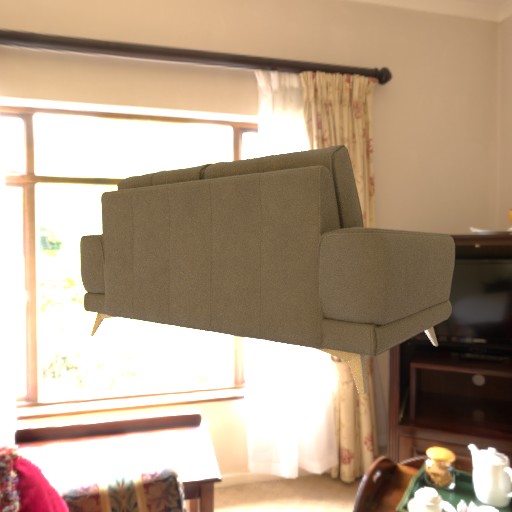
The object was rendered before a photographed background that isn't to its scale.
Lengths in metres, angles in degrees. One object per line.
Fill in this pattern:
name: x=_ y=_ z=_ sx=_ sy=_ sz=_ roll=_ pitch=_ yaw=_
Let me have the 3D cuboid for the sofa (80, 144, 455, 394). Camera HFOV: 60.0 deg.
sofa: x=0.000 y=0.000 z=2.371 sx=1.806 sy=0.907 sz=1.018 roll=1 pitch=2 yaw=37
